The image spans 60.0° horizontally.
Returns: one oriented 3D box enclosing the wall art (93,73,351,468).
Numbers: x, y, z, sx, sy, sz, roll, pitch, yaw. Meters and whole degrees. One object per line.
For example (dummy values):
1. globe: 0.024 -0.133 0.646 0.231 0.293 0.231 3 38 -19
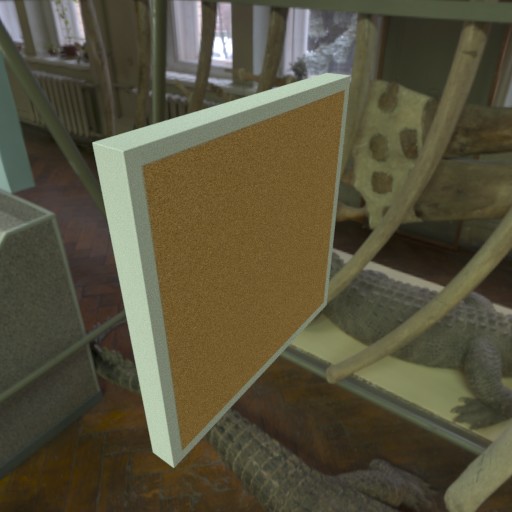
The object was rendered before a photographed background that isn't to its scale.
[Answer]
1. wall art: 0.000 0.000 0.598 0.038 0.406 0.406 20 37 30
